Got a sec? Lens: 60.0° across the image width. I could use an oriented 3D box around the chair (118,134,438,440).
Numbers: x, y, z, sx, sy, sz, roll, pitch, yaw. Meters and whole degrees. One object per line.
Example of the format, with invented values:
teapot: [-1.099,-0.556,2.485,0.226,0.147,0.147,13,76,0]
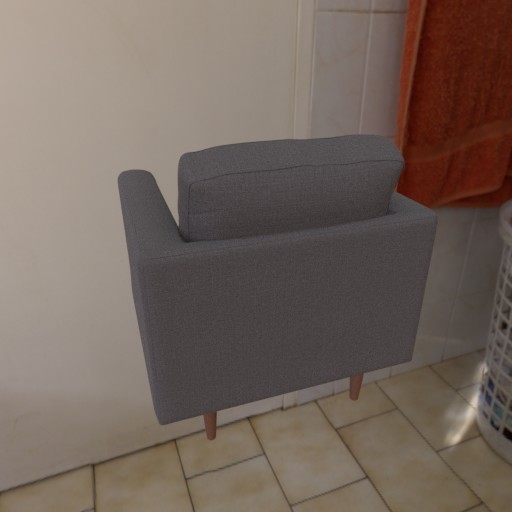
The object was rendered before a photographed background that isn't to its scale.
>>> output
chair: [0.000,0.000,1.565,0.854,0.927,0.800,-9,28,-17]
